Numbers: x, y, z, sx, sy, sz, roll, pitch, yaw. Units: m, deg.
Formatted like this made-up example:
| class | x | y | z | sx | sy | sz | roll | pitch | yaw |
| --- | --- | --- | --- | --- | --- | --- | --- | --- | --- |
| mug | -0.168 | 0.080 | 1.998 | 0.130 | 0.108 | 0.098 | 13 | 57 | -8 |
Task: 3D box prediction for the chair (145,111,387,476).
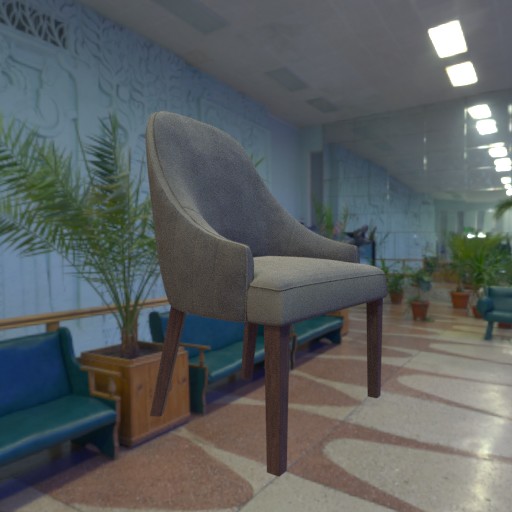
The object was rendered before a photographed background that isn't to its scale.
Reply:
| class | x | y | z | sx | sy | sz | roll | pitch | yaw |
| --- | --- | --- | --- | --- | --- | --- | --- | --- | --- |
| chair | 0.000 | 0.000 | 1.300 | 0.575 | 0.889 | 0.643 | 1 | 2 | 35 |
